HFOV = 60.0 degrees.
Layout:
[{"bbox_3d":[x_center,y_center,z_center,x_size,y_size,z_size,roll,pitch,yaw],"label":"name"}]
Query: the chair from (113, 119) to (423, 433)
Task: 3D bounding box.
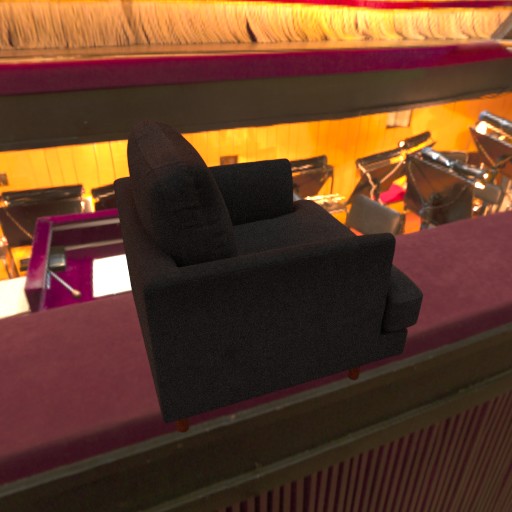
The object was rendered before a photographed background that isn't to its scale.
[{"bbox_3d":[0.000,0.000,1.659,0.899,0.957,0.858,-11,32,-18],"label":"chair"}]
